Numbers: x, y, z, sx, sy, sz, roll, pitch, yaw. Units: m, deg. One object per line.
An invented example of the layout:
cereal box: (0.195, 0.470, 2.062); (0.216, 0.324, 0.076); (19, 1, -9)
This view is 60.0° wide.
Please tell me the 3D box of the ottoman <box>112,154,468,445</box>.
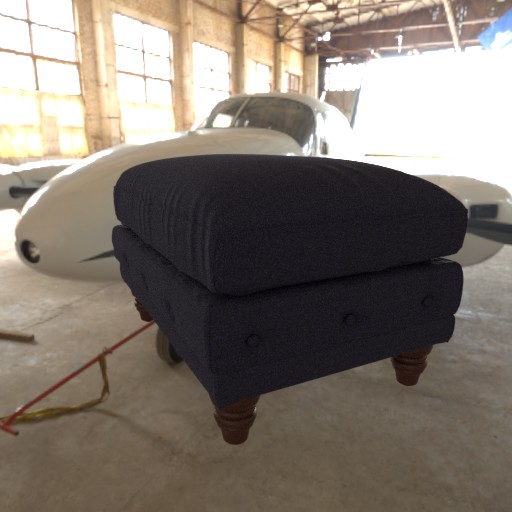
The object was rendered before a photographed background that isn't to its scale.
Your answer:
ottoman: (0.000, 0.000, 1.089); (0.558, 0.486, 0.767); (-7, 16, -26)
